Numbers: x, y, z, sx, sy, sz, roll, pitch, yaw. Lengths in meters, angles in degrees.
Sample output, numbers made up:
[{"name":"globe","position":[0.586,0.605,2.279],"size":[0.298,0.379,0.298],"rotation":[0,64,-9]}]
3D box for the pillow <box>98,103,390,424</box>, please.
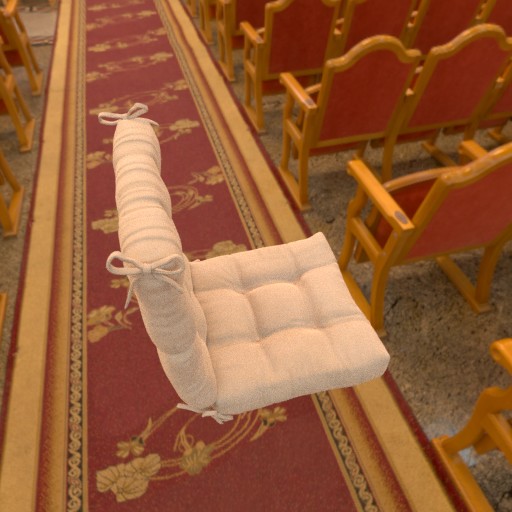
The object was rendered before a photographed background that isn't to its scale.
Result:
[{"name":"pillow","position":[0.000,0.000,1.032],"size":[0.571,0.605,0.519],"rotation":[-11,47,-10]}]
